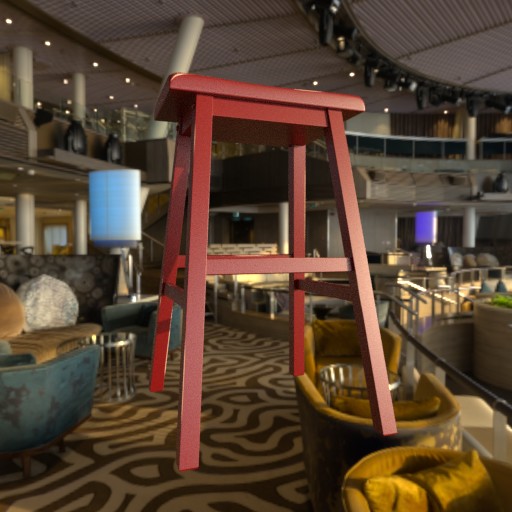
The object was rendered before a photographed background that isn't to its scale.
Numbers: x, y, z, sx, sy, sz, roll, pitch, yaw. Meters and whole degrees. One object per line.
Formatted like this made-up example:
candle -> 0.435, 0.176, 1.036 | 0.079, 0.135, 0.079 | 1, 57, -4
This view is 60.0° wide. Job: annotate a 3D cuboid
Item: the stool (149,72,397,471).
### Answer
stool -> 0.000, 0.000, 1.064 | 0.457, 0.737, 0.476 | -1, 2, -20
